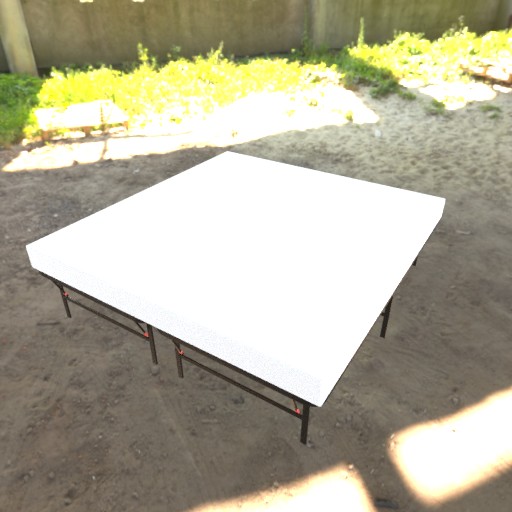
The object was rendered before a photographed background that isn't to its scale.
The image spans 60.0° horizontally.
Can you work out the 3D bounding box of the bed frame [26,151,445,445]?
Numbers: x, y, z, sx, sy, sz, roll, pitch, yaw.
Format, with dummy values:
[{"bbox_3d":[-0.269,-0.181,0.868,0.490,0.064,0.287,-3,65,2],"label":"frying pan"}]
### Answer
[{"bbox_3d":[0.000,0.000,3.042,1.930,0.559,2.032,19,36,27],"label":"bed frame"}]
